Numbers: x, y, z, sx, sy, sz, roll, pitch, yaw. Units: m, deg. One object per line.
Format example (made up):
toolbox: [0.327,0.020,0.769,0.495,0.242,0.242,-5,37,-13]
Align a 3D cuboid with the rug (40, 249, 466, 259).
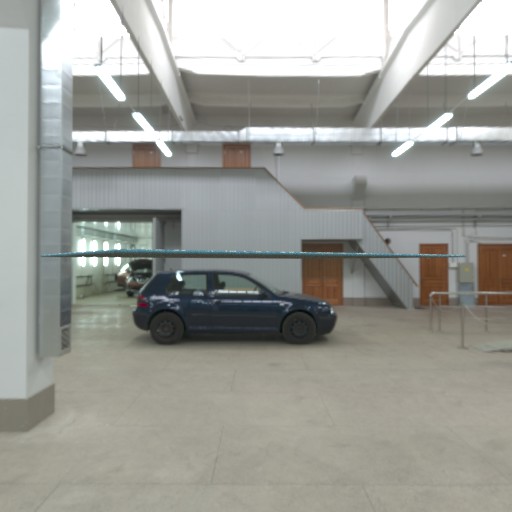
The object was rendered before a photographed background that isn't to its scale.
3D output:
rug: [0.000,0.000,3.424,2.746,0.018,1.816,1,-1,-35]
